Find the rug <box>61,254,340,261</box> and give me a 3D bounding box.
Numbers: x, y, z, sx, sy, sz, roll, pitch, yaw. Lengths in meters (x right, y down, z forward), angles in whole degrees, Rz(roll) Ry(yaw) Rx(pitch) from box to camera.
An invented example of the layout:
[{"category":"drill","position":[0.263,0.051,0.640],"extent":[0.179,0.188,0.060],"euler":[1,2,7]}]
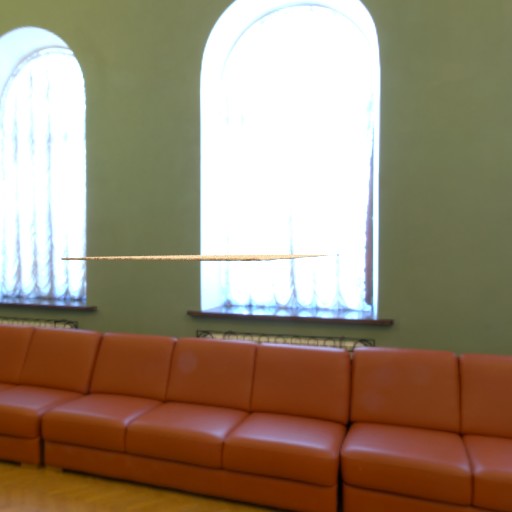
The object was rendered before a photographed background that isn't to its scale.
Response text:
[{"category":"rug","position":[0.000,0.000,2.655],"extent":[0.750,0.009,2.435],"euler":[0,1,16]}]
